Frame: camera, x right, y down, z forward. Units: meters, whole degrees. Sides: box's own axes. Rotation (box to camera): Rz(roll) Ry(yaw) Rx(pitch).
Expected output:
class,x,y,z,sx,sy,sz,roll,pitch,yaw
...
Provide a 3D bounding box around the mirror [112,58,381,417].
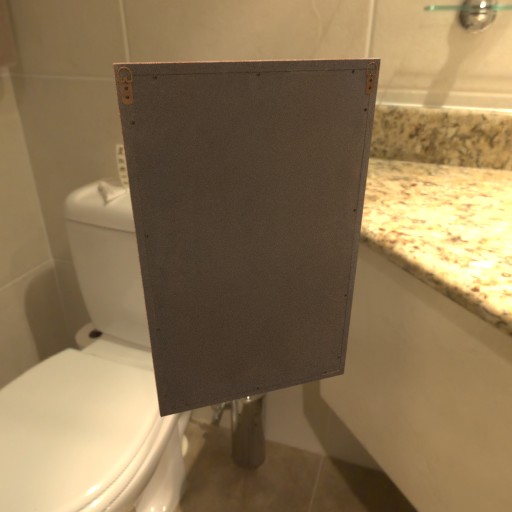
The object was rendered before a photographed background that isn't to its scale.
class,x,y,z,sx,sy,sz,roll,pitch,yaw
mirror,0.000,0.000,0.973,0.495,0.787,0.058,-8,28,-16
